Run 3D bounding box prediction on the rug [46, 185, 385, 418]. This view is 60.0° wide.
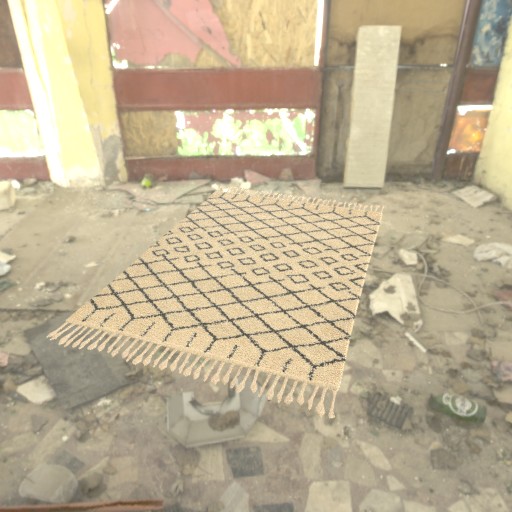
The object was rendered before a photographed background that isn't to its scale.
[{"bbox_3d":[0.000,0.000,3.319,1.664,0.029,2.615,10,31,17],"label":"rug"}]
